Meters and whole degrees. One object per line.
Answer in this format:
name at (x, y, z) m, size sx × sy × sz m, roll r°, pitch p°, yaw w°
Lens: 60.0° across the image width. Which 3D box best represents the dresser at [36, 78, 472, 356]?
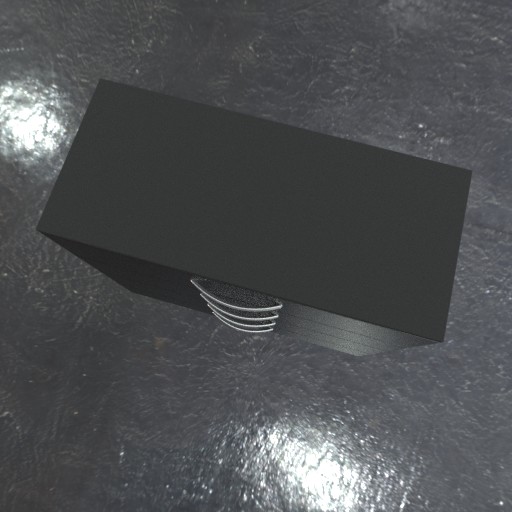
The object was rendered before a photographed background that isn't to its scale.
dresser at (0.000, 0.000, 1.167) m, size 0.750 × 0.720 × 0.360 m, roll 15°, pitch 76°, yaw 4°
